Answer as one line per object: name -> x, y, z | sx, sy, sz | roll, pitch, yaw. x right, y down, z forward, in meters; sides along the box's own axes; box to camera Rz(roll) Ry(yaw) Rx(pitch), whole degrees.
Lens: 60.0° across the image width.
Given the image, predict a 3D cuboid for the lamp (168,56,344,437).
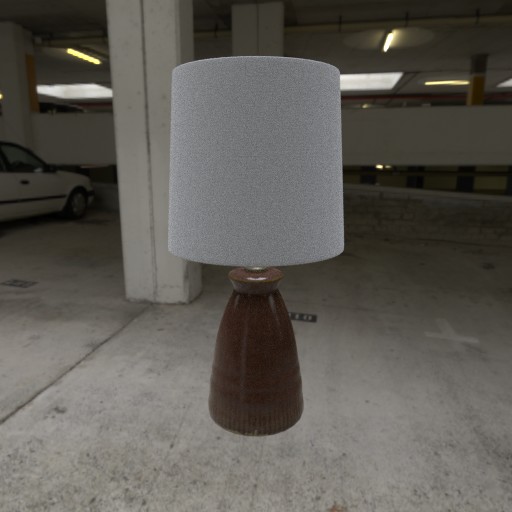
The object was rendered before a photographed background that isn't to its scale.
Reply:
lamp -> 0.000, 0.000, 0.480 | 0.186, 0.369, 0.186 | 0, 13, 0
